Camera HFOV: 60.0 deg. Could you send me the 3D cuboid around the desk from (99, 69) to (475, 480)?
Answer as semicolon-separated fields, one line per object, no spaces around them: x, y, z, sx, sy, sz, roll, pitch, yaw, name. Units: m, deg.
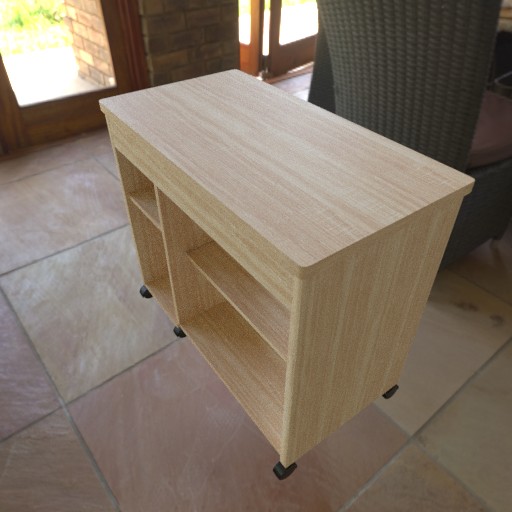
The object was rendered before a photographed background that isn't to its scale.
0.000;0.000;1.321;0.480;0.770;0.884;-25;46;-27;desk
